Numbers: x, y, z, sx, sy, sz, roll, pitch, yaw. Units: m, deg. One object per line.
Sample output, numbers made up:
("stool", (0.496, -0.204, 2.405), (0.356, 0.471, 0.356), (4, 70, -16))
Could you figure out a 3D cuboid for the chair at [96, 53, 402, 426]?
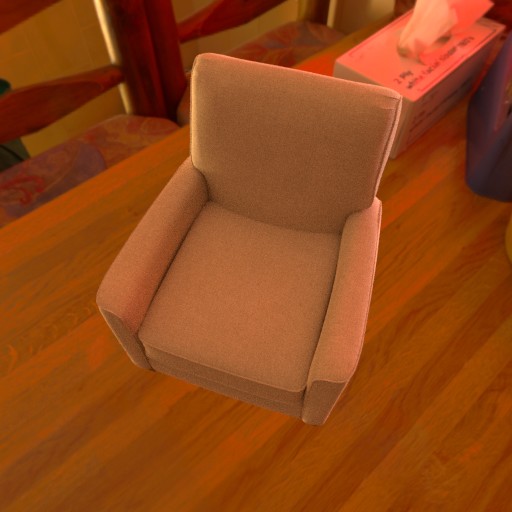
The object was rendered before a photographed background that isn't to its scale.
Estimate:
("chair", (0.000, 0.000, 1.598), (0.845, 1.023, 0.859), (15, 58, 10))
